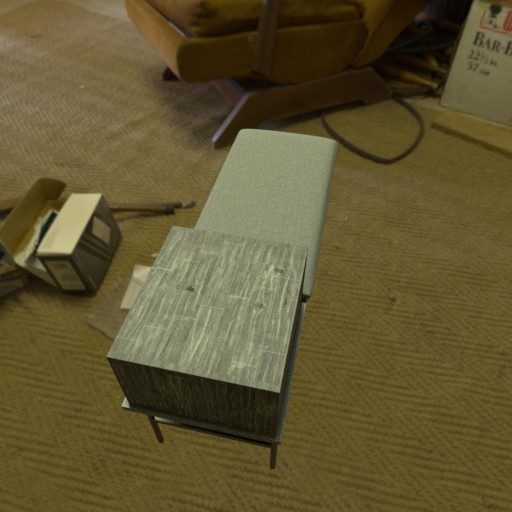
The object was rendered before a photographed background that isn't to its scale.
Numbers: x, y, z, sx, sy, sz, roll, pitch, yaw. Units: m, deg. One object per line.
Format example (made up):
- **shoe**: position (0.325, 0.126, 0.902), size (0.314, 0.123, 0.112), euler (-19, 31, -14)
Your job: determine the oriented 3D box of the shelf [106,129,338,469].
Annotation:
- **shelf**: position (0.000, 0.000, 1.635), size (0.457, 0.633, 1.342), euler (9, 48, 8)
